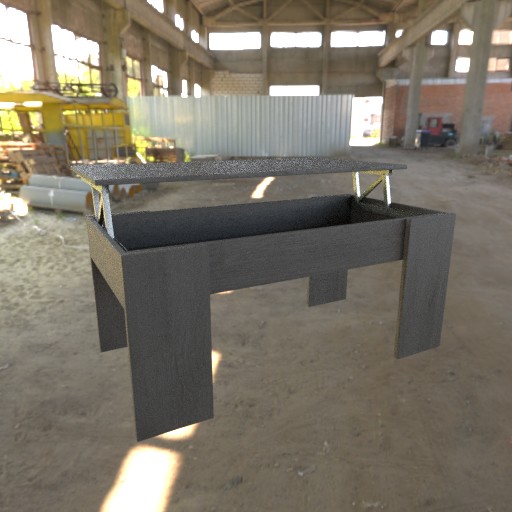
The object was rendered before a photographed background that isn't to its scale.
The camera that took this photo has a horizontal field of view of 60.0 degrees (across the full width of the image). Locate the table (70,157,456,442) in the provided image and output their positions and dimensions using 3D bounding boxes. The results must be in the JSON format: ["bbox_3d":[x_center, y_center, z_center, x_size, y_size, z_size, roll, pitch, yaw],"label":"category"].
[{"bbox_3d":[0.000,0.000,1.454,1.000,0.570,0.711,-8,18,-27],"label":"table"}]
